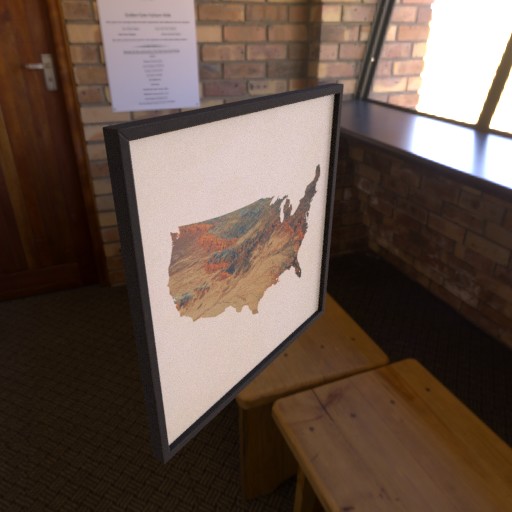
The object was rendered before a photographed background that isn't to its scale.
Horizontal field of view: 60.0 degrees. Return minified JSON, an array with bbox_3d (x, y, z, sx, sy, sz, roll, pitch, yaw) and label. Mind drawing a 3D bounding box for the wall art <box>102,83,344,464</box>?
[{"bbox_3d":[0.000,0.000,0.452,0.015,0.303,0.304,19,33,32],"label":"wall art"}]
